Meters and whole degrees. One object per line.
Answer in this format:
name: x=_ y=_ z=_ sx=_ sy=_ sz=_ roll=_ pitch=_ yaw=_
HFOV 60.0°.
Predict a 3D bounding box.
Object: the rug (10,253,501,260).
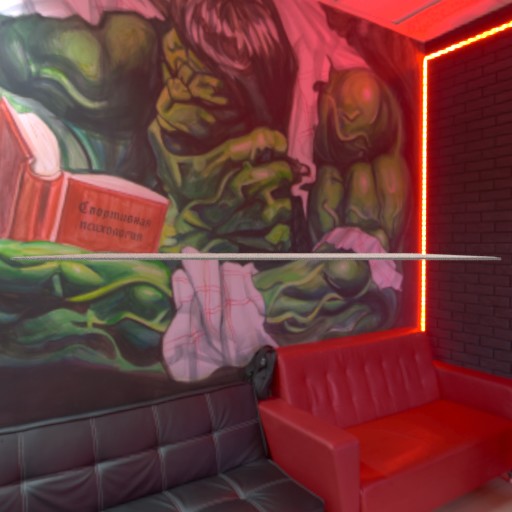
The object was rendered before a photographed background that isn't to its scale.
rug: x=0.000 y=0.000 z=1.400 sx=1.219 sy=0.007 sz=0.604 roll=0 pitch=1 yaw=0
